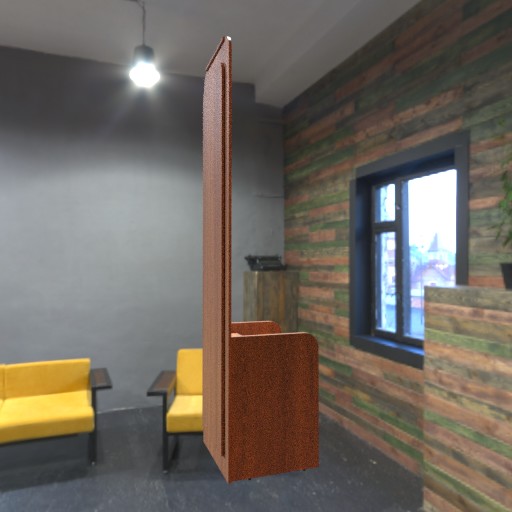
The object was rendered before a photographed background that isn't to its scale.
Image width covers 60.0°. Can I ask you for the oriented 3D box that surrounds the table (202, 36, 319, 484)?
[{"bbox_3d":[0.000,0.000,2.051,0.420,1.830,0.450,0,-1,-19],"label":"table"}]
